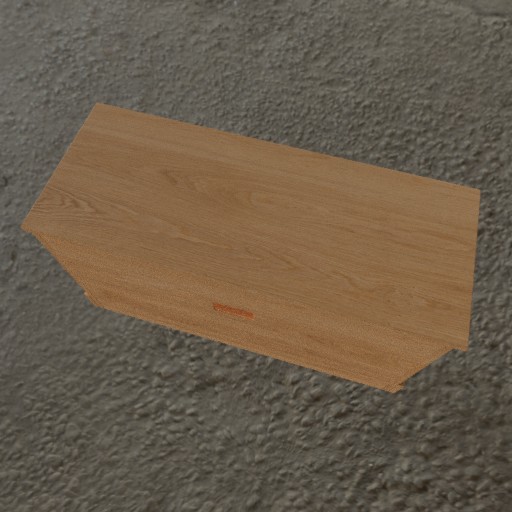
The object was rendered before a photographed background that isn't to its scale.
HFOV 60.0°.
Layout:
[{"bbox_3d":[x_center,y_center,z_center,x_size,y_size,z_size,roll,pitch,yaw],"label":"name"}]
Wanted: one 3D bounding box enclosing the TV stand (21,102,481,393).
[{"bbox_3d":[0.000,0.000,1.360,1.080,0.550,0.440,15,64,7],"label":"TV stand"}]
